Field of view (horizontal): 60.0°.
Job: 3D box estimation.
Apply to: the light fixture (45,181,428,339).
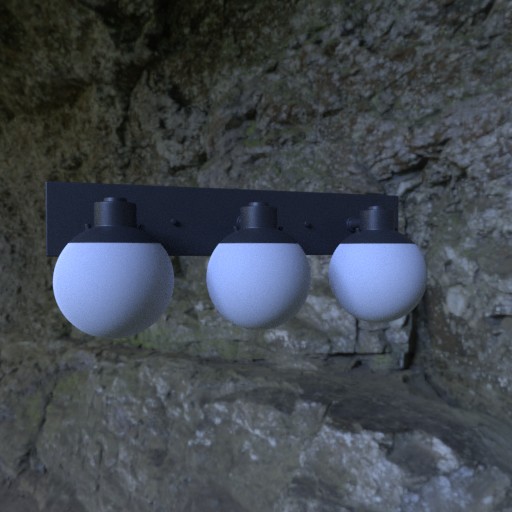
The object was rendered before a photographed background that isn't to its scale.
[{"bbox_3d":[0.000,0.000,0.810,0.721,0.263,0.218,0,1,-18],"label":"light fixture"}]
